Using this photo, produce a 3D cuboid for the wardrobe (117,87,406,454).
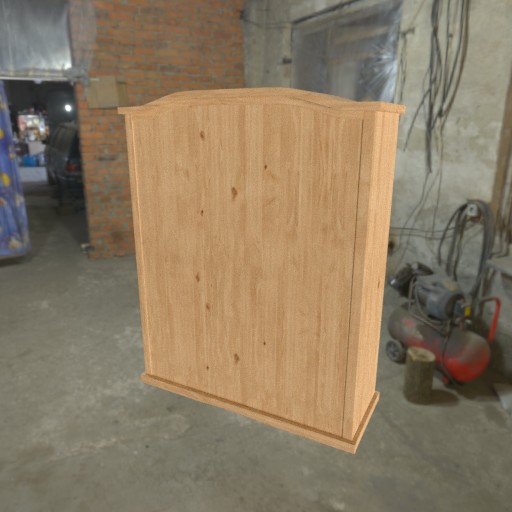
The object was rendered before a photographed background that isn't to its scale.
[{"bbox_3d":[0.000,0.000,2.696,1.500,1.870,0.570,9,19,27],"label":"wardrobe"}]
